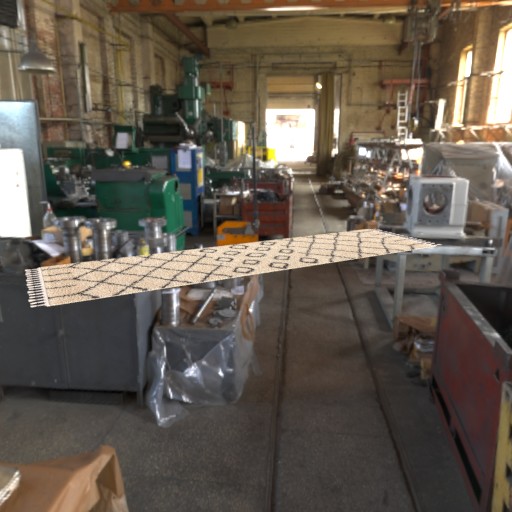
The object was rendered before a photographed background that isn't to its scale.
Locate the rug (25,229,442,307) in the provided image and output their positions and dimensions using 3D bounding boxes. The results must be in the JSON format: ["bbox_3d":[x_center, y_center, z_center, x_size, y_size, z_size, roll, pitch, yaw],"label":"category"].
[{"bbox_3d":[0.000,0.000,2.660,2.464,0.005,0.660,-8,16,-27],"label":"rug"}]
